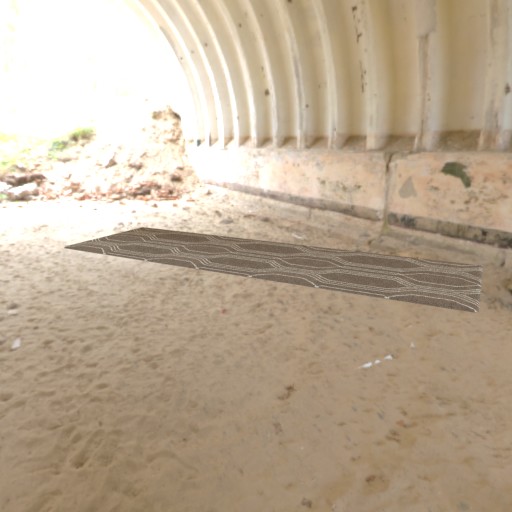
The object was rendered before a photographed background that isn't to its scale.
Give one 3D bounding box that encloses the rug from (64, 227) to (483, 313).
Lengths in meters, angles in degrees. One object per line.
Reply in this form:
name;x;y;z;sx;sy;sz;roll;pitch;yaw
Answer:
rug;0.000;0.000;2.704;2.464;0.012;0.773;7;16;26
